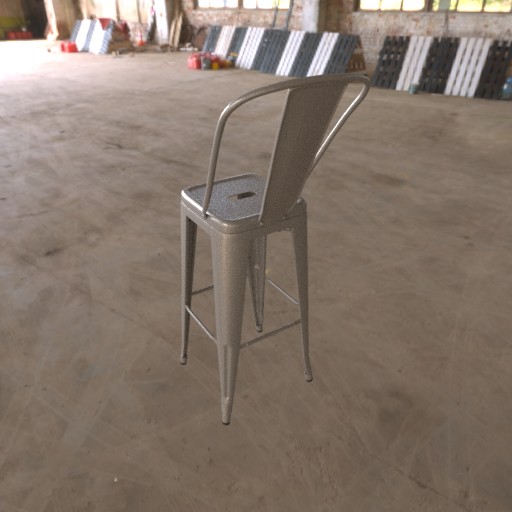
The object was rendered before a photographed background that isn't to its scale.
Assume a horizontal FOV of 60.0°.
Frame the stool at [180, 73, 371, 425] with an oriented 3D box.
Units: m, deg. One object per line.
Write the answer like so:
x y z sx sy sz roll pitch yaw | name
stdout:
0.000 0.000 1.354 0.399 1.096 0.513 -18 35 -28 | stool
